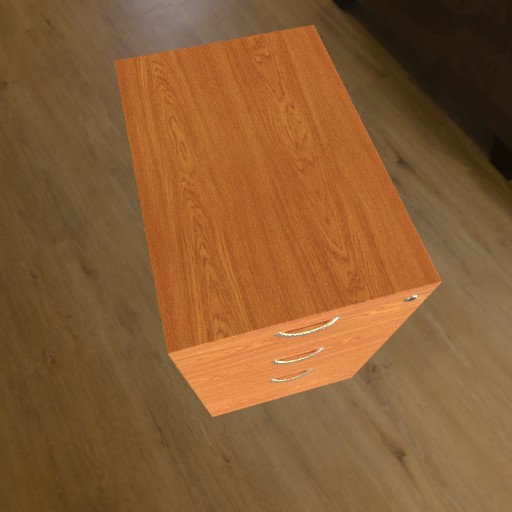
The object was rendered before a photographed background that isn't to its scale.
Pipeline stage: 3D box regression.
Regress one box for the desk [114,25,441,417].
[{"bbox_3d":[0.000,0.000,1.072,0.404,0.730,0.600,-14,64,-7],"label":"desk"}]
